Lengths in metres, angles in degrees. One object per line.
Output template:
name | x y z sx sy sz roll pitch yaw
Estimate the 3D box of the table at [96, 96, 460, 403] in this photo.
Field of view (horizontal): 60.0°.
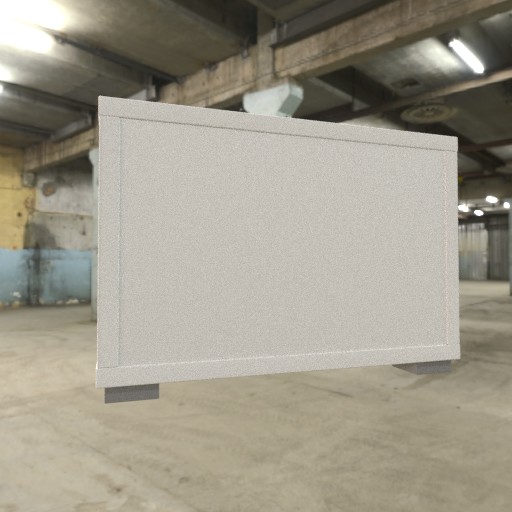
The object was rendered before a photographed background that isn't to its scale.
table | 0.000 0.000 0.779 0.517 0.357 0.399 1 -2 -18
